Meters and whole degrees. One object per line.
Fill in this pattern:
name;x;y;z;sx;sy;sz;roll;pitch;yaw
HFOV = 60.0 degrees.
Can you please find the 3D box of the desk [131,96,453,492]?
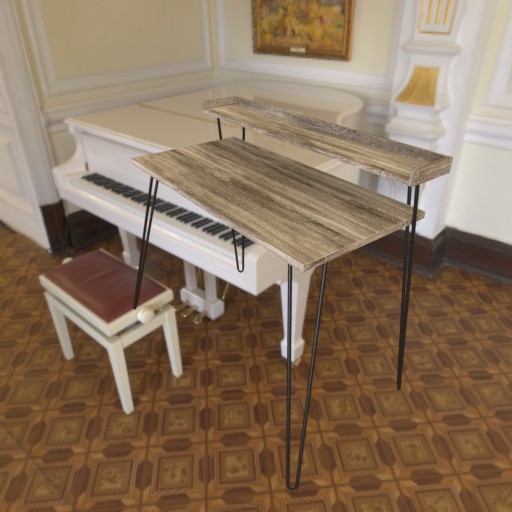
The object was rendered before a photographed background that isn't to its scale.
desk;0.000;0.000;1.626;0.605;0.899;1.135;-22;37;-31
